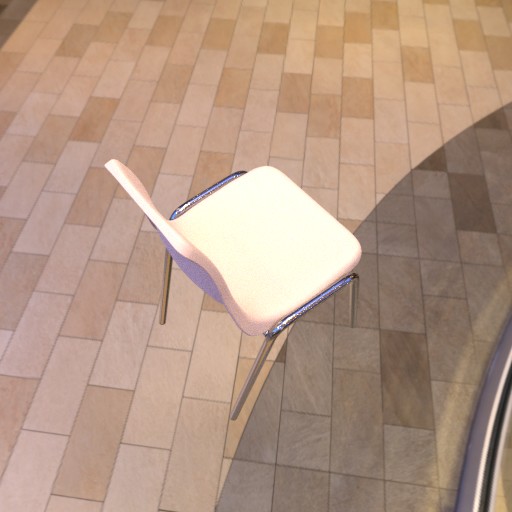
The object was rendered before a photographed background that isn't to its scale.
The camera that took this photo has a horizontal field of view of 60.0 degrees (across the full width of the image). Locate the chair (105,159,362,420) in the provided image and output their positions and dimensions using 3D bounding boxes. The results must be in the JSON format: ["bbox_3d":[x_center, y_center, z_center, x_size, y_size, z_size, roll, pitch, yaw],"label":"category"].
[{"bbox_3d":[0.000,0.000,0.975,0.436,0.704,0.381,-34,63,-20],"label":"chair"}]
